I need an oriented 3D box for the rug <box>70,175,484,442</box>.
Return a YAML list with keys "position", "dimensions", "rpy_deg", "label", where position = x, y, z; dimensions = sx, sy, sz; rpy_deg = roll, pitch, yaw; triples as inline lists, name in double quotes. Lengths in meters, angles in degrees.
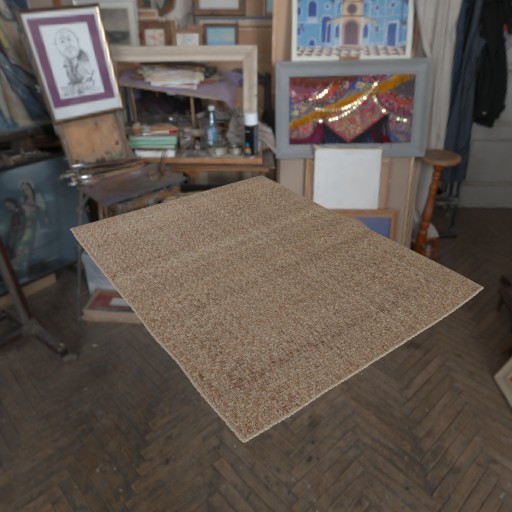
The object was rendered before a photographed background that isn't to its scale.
- position: [0.000, 0.000, 4.024]
  dimensions: [2.439, 0.013, 3.048]
  rpy_deg: [-21, 38, -30]
  label: "rug"
